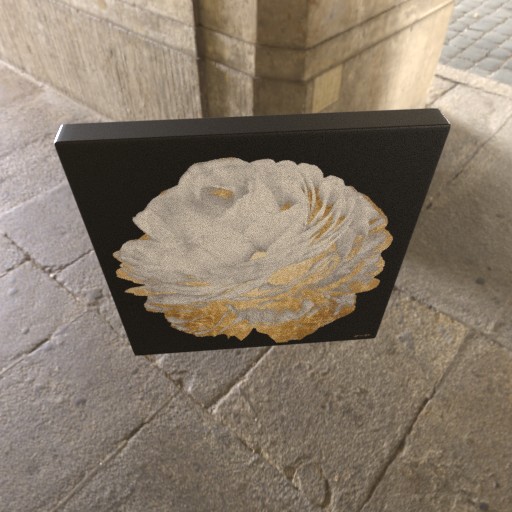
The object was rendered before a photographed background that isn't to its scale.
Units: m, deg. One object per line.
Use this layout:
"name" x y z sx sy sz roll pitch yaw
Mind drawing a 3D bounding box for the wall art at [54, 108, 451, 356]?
"wall art" 0.000 0.000 0.610 0.406 0.407 0.041 -3 47 -3
